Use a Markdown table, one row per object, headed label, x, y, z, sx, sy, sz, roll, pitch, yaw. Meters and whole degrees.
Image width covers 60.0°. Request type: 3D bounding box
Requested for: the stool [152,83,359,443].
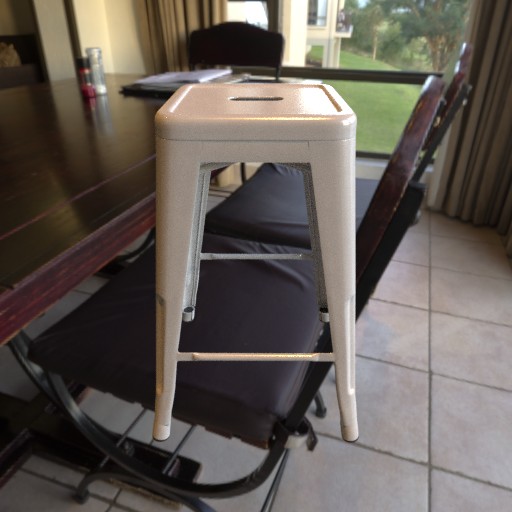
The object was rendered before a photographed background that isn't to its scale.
| label | x | y | z | sx | sy | sz | roll | pitch | yaw |
| --- | --- | --- | --- | --- | --- | --- | --- | --- | --- |
| stool | 0.000 | 0.000 | 0.887 | 0.406 | 0.610 | 0.406 | 0 | 30 | 0 |
